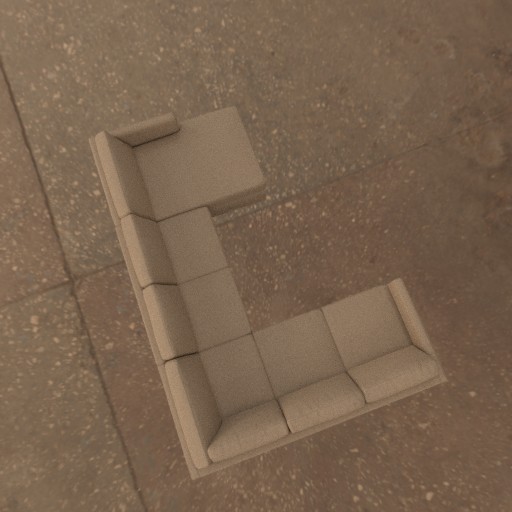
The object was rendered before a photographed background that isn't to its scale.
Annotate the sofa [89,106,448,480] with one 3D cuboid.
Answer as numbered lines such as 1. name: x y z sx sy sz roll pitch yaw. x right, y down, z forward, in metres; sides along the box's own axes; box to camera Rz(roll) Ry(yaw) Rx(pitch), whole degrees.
1. sofa: 0.000 0.000 4.497 2.427 0.882 3.460 -20 77 -5
